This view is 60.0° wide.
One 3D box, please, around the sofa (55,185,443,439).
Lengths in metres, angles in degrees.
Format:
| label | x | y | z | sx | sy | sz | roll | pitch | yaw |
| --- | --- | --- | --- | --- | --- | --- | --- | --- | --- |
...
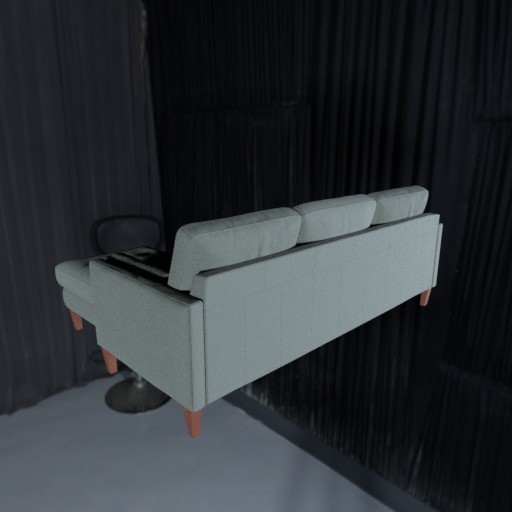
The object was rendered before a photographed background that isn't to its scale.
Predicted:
| label | x | y | z | sx | sy | sz | roll | pitch | yaw |
| --- | --- | --- | --- | --- | --- | --- | --- | --- | --- |
| sofa | 0.000 | 0.000 | 2.893 | 2.178 | 0.876 | 1.506 | -15 | 21 | -42 |
